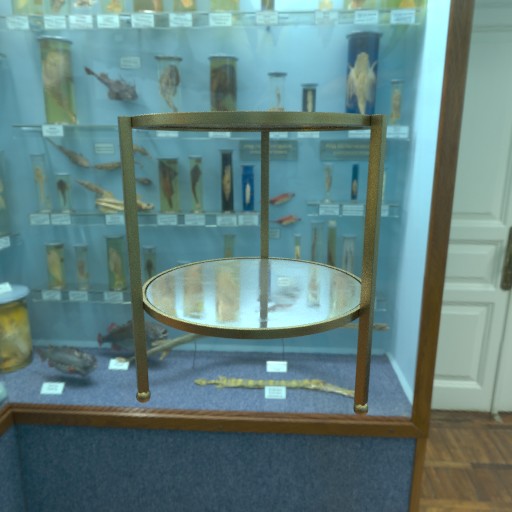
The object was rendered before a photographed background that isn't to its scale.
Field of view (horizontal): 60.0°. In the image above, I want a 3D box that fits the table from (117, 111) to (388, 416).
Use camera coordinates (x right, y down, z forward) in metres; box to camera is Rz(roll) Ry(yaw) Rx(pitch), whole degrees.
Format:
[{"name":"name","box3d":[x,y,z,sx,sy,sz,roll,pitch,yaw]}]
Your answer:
[{"name":"table","box3d":[0.000,0.000,0.459,0.231,0.269,0.243,1,14,6]}]
